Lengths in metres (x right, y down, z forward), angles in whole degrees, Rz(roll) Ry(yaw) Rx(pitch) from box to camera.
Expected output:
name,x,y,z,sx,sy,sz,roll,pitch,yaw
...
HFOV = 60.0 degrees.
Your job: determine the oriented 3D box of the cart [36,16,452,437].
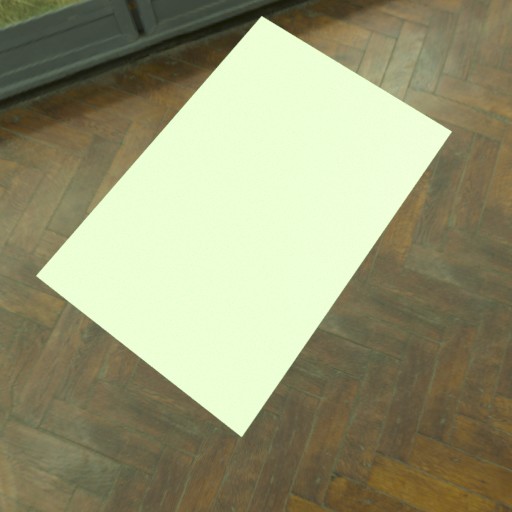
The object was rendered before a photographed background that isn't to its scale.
name,x,y,z,sx,sy,sz,roll,pitch,yaw
cart,0.000,0.000,1.220,0.442,0.864,0.683,35,78,8
